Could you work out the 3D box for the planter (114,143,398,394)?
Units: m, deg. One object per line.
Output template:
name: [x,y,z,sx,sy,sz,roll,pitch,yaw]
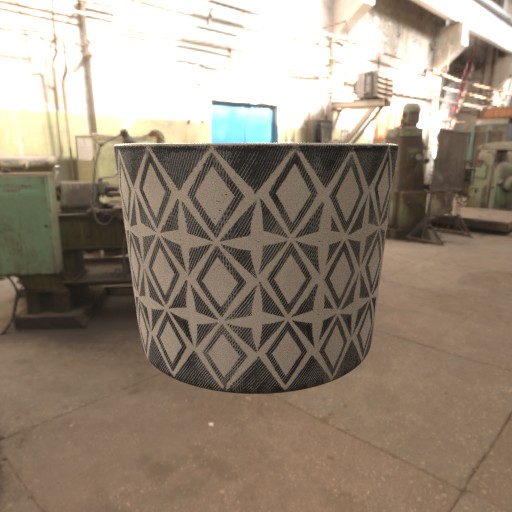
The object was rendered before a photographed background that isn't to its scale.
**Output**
planter: [0.000,0.000,0.450,0.260,0.220,0.260,0,14,0]
